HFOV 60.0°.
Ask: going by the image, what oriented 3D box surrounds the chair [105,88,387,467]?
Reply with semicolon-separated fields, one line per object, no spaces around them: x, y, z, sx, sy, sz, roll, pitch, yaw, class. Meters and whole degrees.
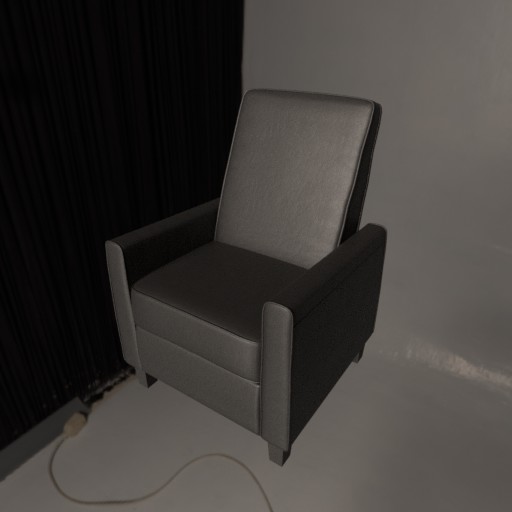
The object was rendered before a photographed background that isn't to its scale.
0.000;0.000;1.538;0.705;1.013;0.746;18;33;30;chair
